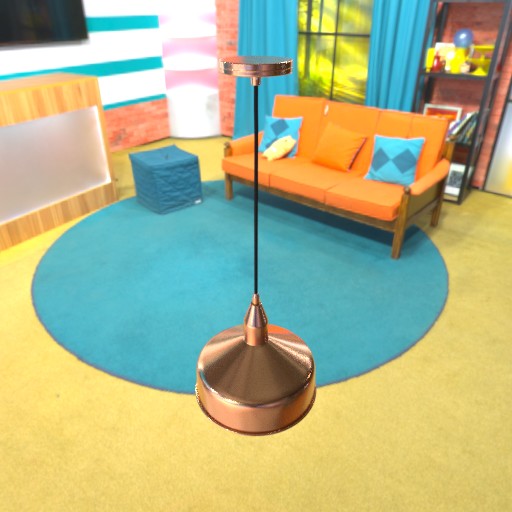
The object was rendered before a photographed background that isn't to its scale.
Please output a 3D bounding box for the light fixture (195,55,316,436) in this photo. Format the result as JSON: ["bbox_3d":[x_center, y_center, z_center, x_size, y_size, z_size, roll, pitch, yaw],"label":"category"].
[{"bbox_3d":[0.000,0.000,0.925,0.301,0.754,0.301,-1,30,-2],"label":"light fixture"}]
